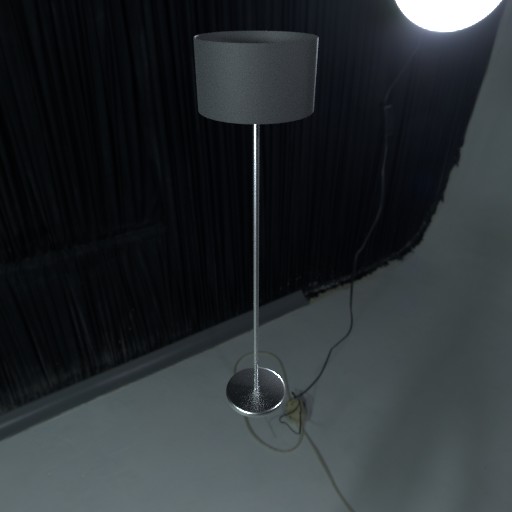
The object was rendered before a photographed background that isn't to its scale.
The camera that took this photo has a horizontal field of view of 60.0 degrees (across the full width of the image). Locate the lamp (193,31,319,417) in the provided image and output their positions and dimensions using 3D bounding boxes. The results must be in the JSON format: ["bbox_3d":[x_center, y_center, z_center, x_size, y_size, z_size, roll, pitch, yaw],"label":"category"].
[{"bbox_3d":[0.000,0.000,1.618,0.348,1.443,0.348,-21,37,-30],"label":"lamp"}]
